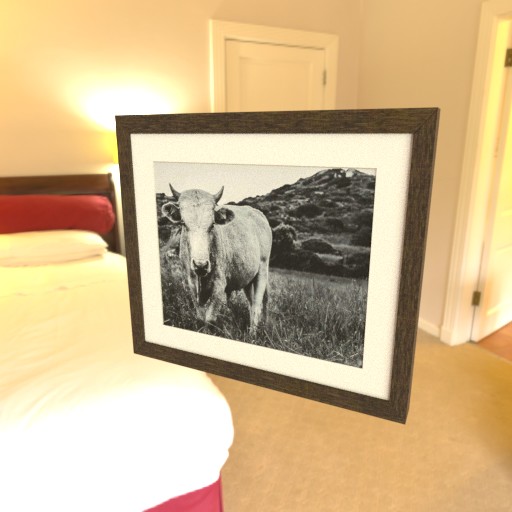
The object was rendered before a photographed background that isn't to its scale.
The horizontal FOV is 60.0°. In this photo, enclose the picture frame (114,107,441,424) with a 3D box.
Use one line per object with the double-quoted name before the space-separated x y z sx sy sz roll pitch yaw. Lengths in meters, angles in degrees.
"picture frame" 0.000 0.000 0.535 0.378 0.330 0.033 7 17 25
